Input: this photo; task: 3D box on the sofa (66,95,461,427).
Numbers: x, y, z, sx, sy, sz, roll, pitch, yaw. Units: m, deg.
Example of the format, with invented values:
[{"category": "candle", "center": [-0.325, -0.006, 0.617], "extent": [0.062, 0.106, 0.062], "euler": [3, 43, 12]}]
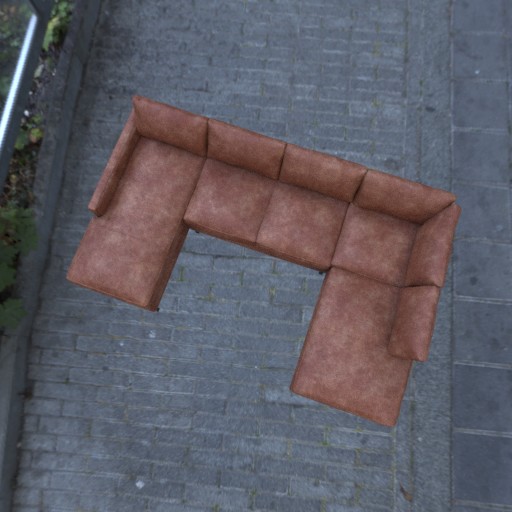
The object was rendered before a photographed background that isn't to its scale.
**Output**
[{"category": "sofa", "center": [0.000, 0.000, 3.815], "extent": [2.956, 0.900, 1.939], "euler": [19, 77, 5]}]
